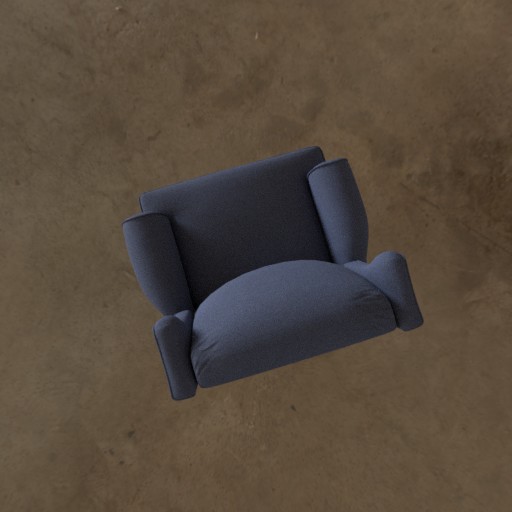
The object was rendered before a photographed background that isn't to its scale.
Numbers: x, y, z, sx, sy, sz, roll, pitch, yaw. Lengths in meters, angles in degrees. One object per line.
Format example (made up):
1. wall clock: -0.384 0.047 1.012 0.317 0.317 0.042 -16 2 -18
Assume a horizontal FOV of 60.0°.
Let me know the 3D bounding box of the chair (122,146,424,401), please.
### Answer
1. chair: 0.000 0.000 1.782 0.971 1.020 0.877 -16 77 -4
